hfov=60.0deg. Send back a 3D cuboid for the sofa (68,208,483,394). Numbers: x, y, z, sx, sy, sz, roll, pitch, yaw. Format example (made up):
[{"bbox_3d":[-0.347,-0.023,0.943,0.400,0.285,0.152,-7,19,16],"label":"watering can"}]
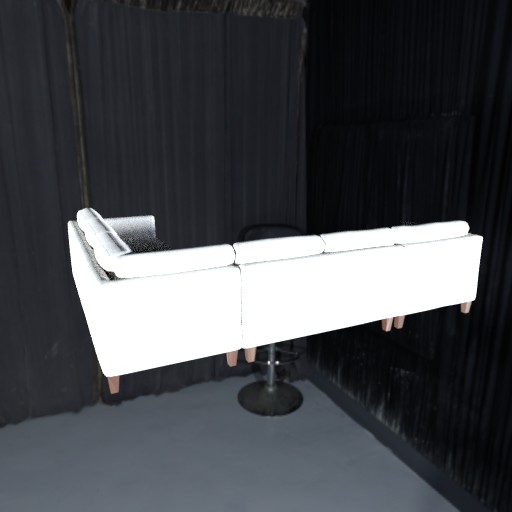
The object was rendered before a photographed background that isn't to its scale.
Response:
[{"bbox_3d":[0.000,0.000,4.338,3.238,0.853,2.551,-7,16,-25],"label":"sofa"}]
